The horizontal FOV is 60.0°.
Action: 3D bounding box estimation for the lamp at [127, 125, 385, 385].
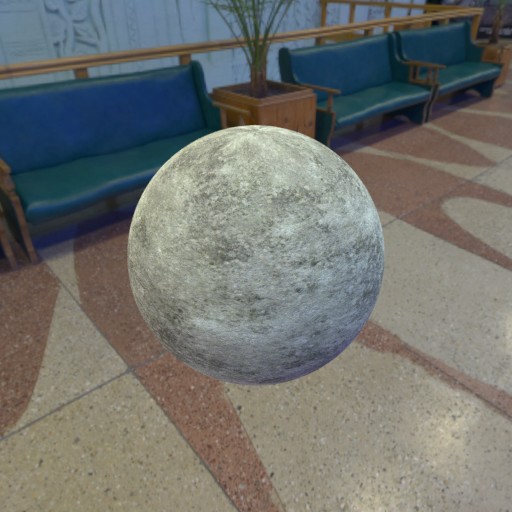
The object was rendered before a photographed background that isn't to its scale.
[{"bbox_3d":[0.000,0.000,0.756,0.422,0.429,0.422,0,33,0],"label":"lamp"}]
